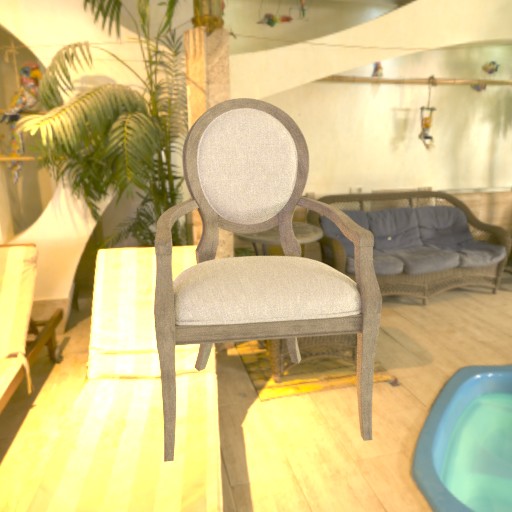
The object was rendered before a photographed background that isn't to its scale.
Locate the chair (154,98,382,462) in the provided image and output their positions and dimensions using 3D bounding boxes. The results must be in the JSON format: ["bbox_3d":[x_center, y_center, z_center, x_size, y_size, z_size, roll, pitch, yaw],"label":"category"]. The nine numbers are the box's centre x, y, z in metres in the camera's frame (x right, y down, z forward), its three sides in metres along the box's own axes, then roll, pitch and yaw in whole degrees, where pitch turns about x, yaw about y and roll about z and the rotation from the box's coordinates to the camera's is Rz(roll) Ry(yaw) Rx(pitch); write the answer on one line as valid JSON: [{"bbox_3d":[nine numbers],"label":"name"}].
[{"bbox_3d":[0.000,0.000,1.422,0.611,0.991,0.602,-2,16,-8],"label":"chair"}]
